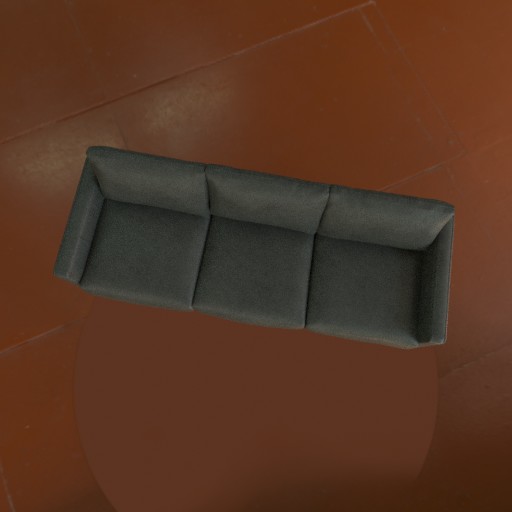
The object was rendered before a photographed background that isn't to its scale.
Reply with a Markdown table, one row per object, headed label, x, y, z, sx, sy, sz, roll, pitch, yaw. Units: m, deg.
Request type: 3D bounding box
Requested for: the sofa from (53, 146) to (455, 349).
| label | x | y | z | sx | sy | sz | roll | pitch | yaw |
| --- | --- | --- | --- | --- | --- | --- | --- | --- | --- |
| sofa | 0.000 | 0.000 | 2.456 | 2.029 | 0.805 | 0.748 | 10 | 76 | 2 |
